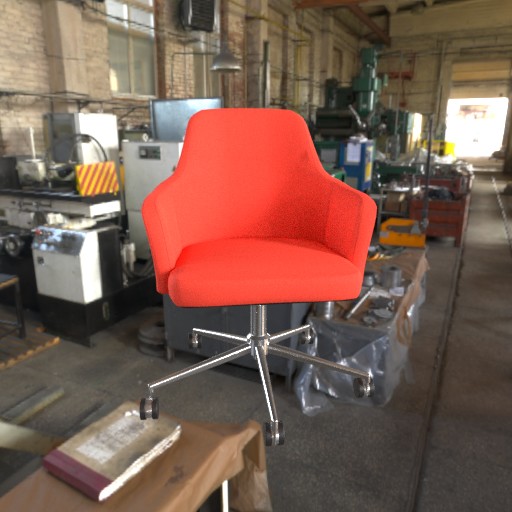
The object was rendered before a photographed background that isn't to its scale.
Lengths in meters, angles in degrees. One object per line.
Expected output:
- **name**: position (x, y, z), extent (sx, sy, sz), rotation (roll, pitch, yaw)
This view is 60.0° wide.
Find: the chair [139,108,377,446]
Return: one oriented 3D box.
- **chair**: position (0.000, 0.000, 1.249), extent (0.655, 0.820, 0.600), rotation (-2, 15, -7)
